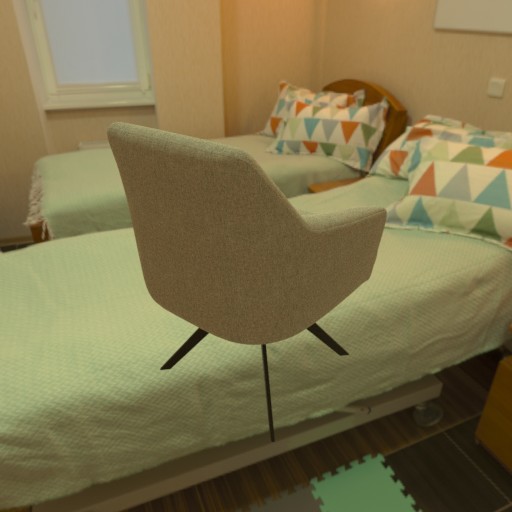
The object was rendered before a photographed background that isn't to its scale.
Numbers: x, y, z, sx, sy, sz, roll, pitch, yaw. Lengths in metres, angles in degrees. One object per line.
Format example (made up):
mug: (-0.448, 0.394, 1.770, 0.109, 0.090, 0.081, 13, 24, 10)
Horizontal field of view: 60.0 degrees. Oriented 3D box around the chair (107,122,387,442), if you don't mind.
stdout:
chair: (0.000, 0.000, 1.378, 0.642, 0.874, 0.677, 21, 35, 32)
